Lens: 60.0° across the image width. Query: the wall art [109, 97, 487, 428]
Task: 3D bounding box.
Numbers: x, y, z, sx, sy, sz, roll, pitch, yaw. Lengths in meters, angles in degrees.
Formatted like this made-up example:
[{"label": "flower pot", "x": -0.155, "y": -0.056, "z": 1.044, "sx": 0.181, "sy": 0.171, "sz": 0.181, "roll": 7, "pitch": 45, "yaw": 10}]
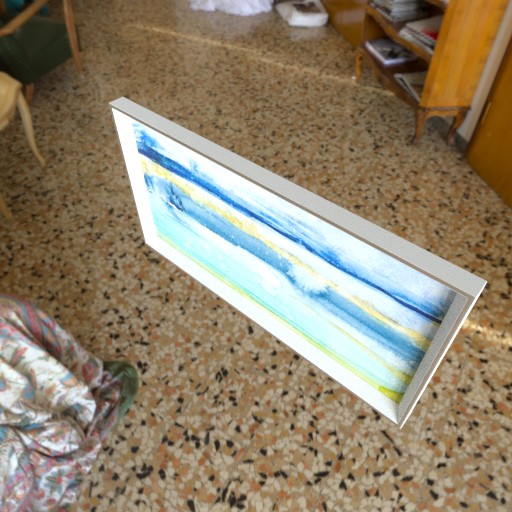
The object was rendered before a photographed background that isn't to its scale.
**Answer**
[{"label": "wall art", "x": 0.000, "y": 0.000, "z": 0.940, "sx": 0.812, "sy": 0.431, "sz": 0.038, "roll": 32, "pitch": 54, "yaw": 27}]
